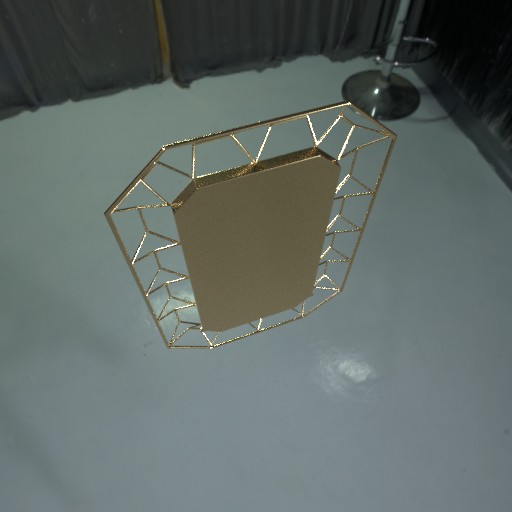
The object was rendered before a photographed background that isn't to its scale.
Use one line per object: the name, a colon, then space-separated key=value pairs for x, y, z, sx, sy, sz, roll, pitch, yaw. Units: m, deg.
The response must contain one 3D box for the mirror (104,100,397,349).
mirror: x=0.000 y=0.000 z=1.096 sx=0.572 sy=0.870 sz=0.051 roll=-17 pitch=59 yaw=-10
